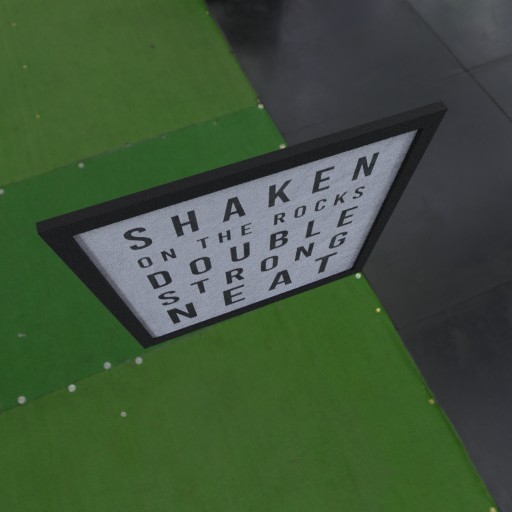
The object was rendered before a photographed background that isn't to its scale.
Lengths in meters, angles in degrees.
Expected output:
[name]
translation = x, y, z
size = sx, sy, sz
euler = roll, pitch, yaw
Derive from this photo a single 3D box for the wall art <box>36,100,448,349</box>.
[wall art]
translation = 0.000, 0.000, 0.672
size = 0.456, 0.458, 0.013
euler = -19, 66, -9
